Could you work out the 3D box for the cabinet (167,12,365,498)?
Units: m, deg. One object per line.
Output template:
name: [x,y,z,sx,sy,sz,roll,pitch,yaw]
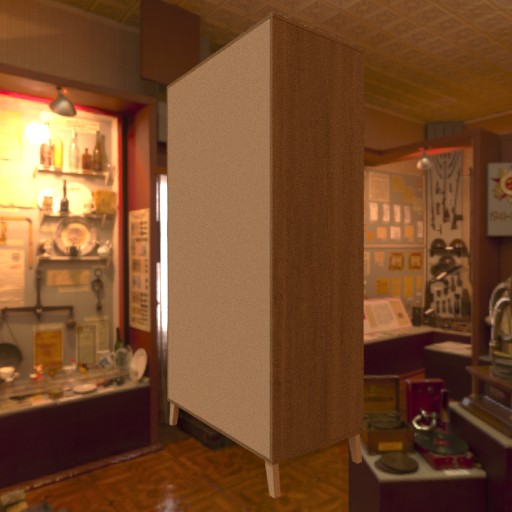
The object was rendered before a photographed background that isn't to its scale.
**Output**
cabinet: [0.000,0.000,2.390,0.571,1.999,1.006,0,0,-36]
